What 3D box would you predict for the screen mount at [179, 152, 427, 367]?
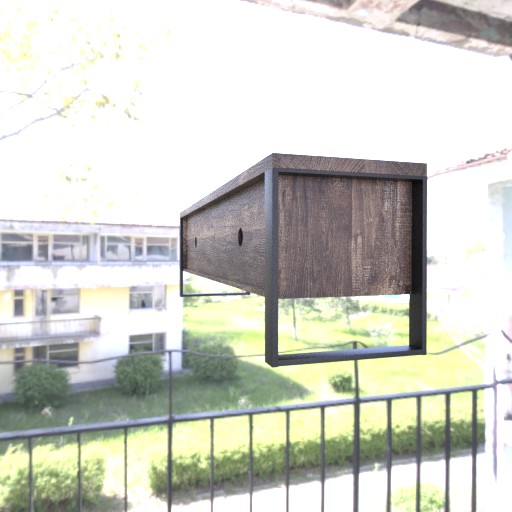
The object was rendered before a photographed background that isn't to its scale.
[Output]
[{"bbox_3d":[0.000,0.000,1.713,0.395,0.450,1.524,0,1,-17],"label":"screen mount"}]
